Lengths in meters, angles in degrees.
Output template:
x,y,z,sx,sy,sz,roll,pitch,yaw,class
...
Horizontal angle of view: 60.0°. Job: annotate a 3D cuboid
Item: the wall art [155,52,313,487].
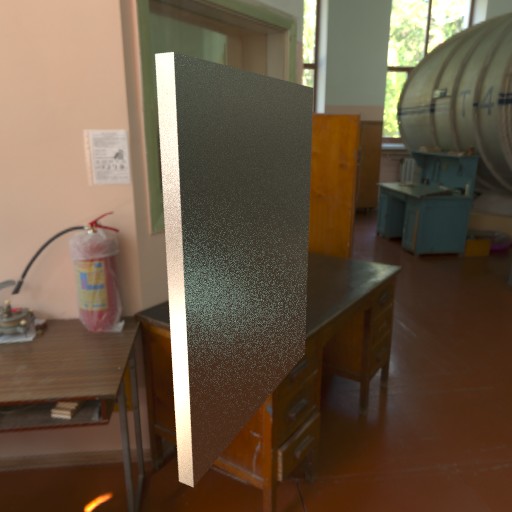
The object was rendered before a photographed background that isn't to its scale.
x,y,z,sx,sy,sz,roll,pitch,yaw,class
0.000,0.000,0.750,0.025,0.569,0.444,8,17,26,wall art
